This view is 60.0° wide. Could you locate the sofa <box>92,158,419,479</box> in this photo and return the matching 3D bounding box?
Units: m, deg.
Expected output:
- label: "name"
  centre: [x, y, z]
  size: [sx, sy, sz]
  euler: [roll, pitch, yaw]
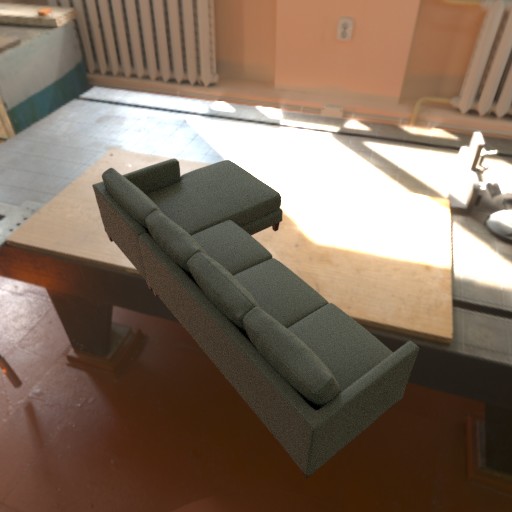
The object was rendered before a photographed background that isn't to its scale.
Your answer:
- label: "sofa"
  centre: [0.000, 0.000, 3.880]
  size: [1.625, 0.861, 3.186]
  euler: [-26, 47, -27]
